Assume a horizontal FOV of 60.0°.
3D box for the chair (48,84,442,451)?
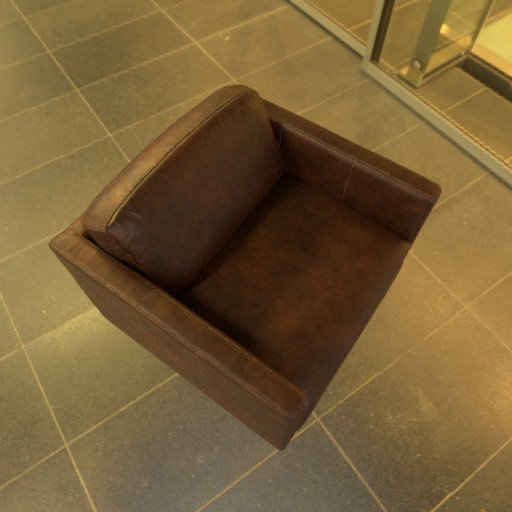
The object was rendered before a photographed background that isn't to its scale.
[{"bbox_3d":[0.000,0.000,1.726,0.975,0.864,0.990,32,64,18],"label":"chair"}]
